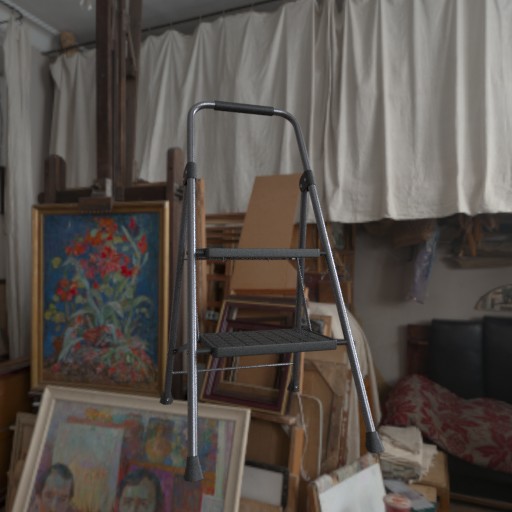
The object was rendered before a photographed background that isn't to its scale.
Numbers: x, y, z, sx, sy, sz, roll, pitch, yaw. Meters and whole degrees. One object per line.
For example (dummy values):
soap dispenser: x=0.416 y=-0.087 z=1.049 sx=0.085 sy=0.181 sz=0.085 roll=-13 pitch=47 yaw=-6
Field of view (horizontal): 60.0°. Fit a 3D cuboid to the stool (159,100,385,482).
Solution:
stool: x=0.000 y=0.000 z=1.162 sx=0.450 sy=0.872 sz=0.514 roll=0 pitch=0 yaw=-18
